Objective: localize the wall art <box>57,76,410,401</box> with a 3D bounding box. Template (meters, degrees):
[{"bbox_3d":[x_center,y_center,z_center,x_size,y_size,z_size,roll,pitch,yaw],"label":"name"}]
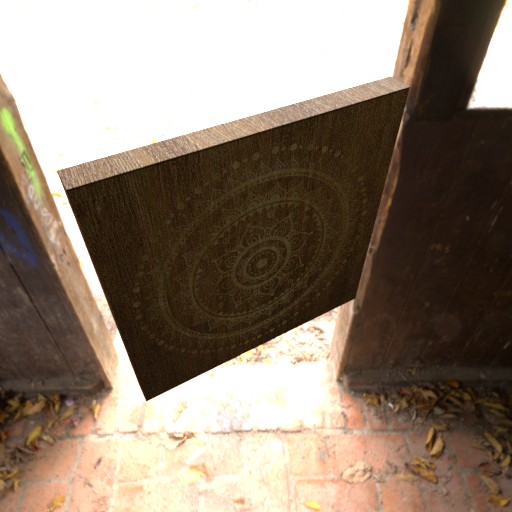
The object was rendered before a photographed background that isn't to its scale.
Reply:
[{"bbox_3d":[0.000,0.000,0.614,0.406,0.403,0.039,-22,50,-21],"label":"wall art"}]
